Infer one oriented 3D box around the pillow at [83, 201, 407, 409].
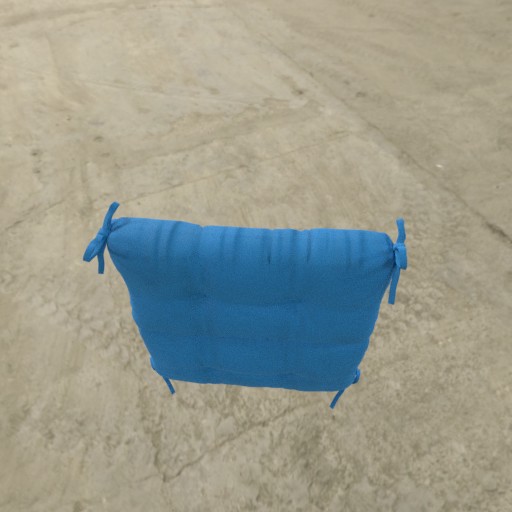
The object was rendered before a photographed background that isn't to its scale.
[{"bbox_3d":[0.000,0.000,1.031,0.519,0.605,0.571,3,46,3],"label":"pillow"}]
